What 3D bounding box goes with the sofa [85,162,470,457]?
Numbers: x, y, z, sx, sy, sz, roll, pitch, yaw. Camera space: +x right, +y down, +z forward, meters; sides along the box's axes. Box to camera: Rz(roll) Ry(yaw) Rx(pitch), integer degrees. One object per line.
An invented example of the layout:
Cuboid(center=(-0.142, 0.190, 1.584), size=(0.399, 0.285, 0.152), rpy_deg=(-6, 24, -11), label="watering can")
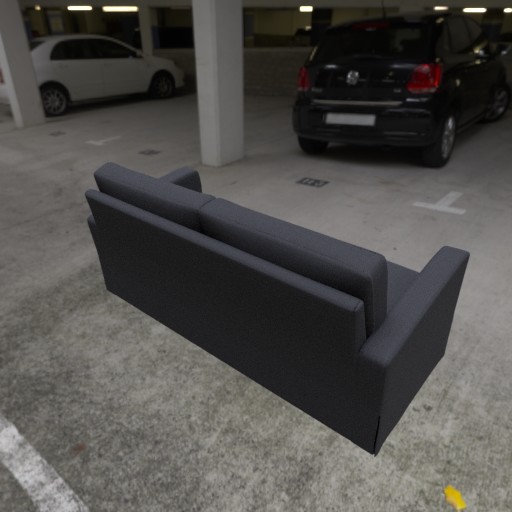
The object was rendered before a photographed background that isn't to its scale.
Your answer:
Cuboid(center=(0.000, 0.000, 2.307), size=(1.852, 0.839, 0.898), rpy_deg=(22, 36, 34), label="sofa")
